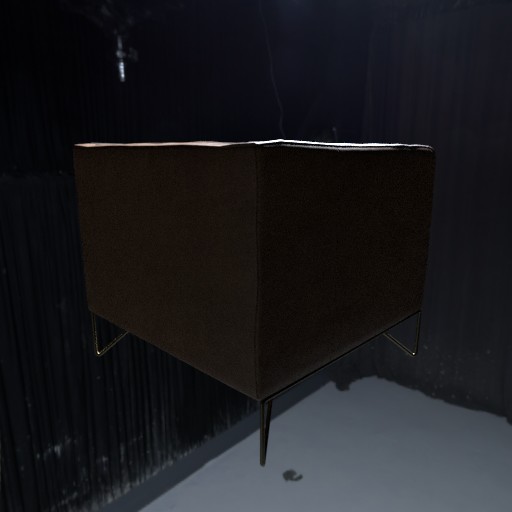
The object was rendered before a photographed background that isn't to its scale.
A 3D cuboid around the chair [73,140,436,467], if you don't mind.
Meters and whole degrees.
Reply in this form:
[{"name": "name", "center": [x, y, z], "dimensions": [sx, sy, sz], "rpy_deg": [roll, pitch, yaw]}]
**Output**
[{"name": "chair", "center": [0.000, 0.000, 1.613], "dimensions": [0.920, 0.797, 0.912], "rpy_deg": [13, 19, 43]}]
